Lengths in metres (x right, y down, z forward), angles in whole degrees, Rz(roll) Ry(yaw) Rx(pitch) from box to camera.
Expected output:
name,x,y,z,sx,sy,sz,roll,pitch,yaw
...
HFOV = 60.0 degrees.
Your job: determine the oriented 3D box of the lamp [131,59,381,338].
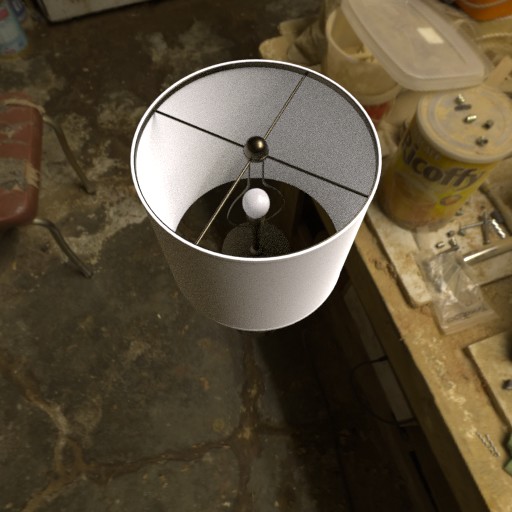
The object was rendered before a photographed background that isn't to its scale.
name,x,y,z,sx,sy,sz,roll,pitch,yaw
lamp,0.000,0.000,0.806,0.301,0.630,0.301,-16,65,-8
